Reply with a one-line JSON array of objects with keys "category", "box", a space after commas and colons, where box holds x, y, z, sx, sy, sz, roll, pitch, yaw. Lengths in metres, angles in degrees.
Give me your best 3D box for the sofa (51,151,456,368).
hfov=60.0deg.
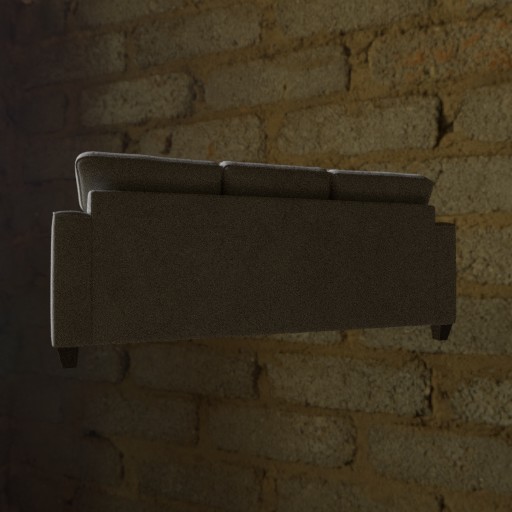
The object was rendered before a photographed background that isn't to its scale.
[{"category": "sofa", "box": [0.000, 0.000, 2.618, 2.133, 0.965, 0.939, 0, 0, -18]}]
